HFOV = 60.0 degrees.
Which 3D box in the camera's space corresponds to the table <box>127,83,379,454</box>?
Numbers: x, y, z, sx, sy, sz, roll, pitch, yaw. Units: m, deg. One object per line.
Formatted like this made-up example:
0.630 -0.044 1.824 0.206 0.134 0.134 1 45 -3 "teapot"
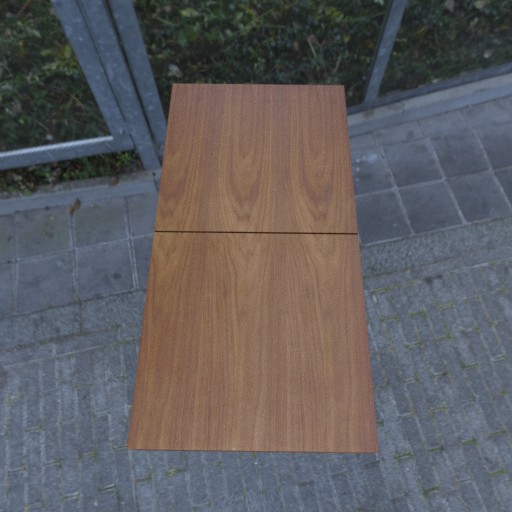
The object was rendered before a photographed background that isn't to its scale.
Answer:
0.000 0.000 1.474 0.610 0.330 1.194 1 65 0 "table"
